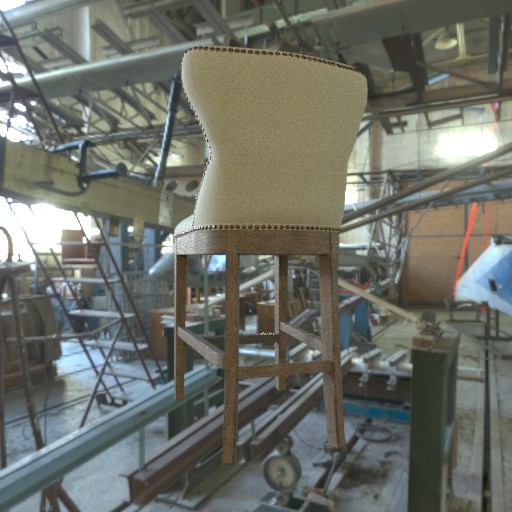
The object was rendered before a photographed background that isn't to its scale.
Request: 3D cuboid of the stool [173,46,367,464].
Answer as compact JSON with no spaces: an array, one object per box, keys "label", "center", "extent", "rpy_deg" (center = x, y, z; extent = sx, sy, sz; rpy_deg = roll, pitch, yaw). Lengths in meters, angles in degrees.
[{"label":"stool","center":[0.000,0.000,1.307],"extent":[0.498,0.981,0.608],"rpy_deg":[0,0,-18]}]
